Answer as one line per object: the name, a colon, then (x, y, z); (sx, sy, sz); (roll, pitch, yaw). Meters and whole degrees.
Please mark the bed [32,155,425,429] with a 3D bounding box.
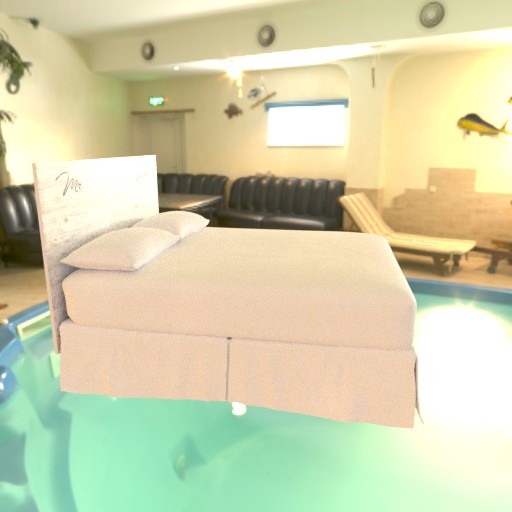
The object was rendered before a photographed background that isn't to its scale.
bed: (0.000, 0.000, 3.115); (2.094, 1.335, 1.745); (3, 15, 10)
